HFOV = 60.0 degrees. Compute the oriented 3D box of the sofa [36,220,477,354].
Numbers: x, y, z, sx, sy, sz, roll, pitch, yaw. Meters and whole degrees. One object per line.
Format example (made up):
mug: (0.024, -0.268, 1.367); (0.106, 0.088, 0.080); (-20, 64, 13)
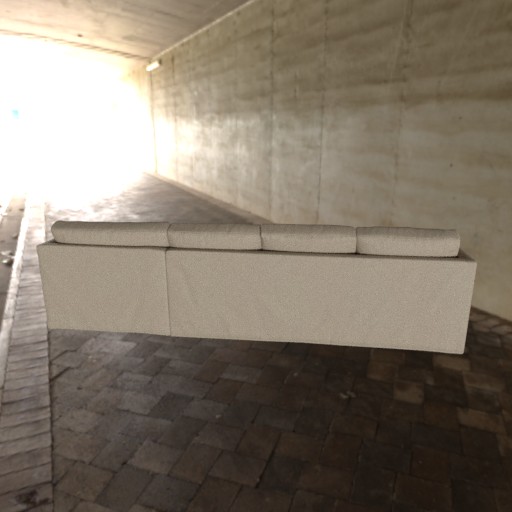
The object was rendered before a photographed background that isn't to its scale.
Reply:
sofa: (0.000, 0.000, 3.975); (3.206, 0.871, 1.622); (2, 17, 7)
